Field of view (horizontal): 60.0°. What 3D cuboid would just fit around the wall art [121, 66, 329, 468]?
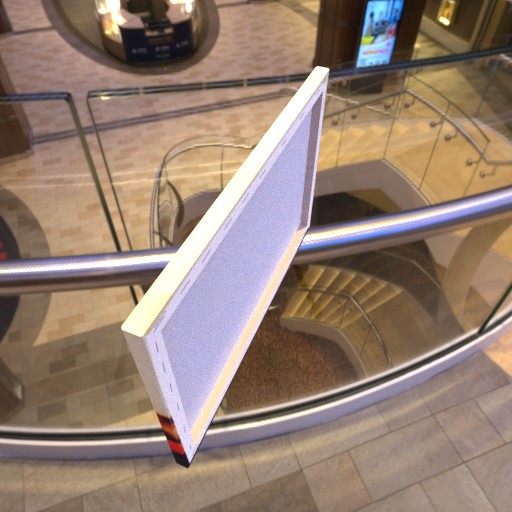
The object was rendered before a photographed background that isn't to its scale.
[{"bbox_3d":[0.000,0.000,1.146,0.038,0.602,0.918,18,50,15],"label":"wall art"}]
